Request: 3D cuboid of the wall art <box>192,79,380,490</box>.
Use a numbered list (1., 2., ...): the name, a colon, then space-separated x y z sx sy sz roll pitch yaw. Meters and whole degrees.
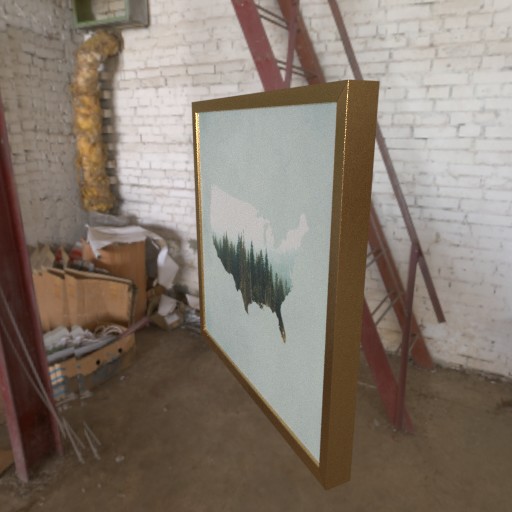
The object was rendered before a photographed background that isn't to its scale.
1. wall art: 0.000 0.000 0.744 0.040 0.509 0.509 -8 18 -25
